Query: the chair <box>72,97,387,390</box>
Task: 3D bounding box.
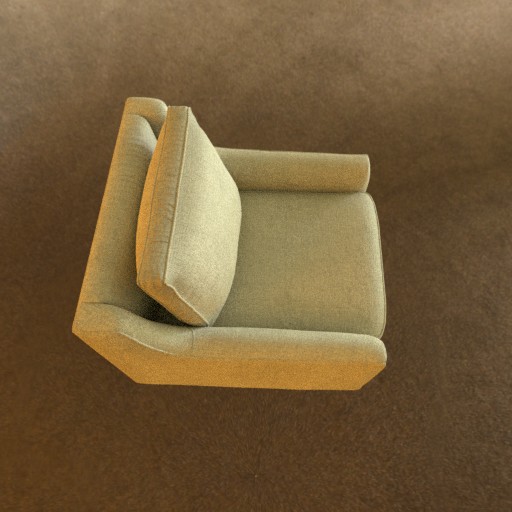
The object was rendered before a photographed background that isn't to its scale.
[{"bbox_3d":[0.000,0.000,1.604,0.918,0.864,0.838,2,64,1],"label":"chair"}]
